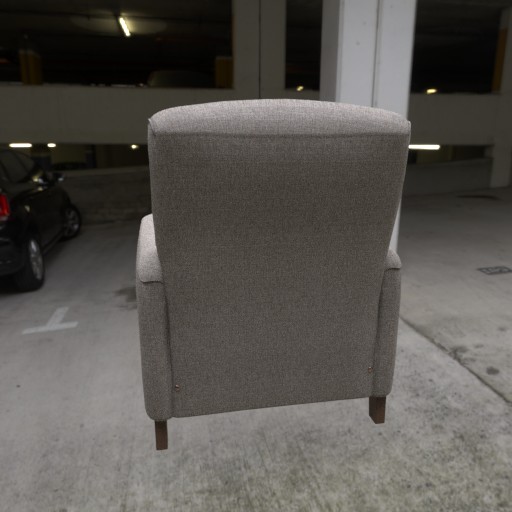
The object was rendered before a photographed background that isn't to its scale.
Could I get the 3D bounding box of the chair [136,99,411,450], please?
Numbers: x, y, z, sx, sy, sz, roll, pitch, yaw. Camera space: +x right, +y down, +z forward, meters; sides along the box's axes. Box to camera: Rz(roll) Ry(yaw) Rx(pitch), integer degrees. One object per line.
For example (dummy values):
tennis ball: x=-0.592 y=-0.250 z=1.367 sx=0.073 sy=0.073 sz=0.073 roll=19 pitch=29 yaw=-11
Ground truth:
chair: x=0.000 y=0.000 z=1.616 sx=0.848 sy=1.014 sz=0.864 roll=-3 pitch=15 yaw=-10
